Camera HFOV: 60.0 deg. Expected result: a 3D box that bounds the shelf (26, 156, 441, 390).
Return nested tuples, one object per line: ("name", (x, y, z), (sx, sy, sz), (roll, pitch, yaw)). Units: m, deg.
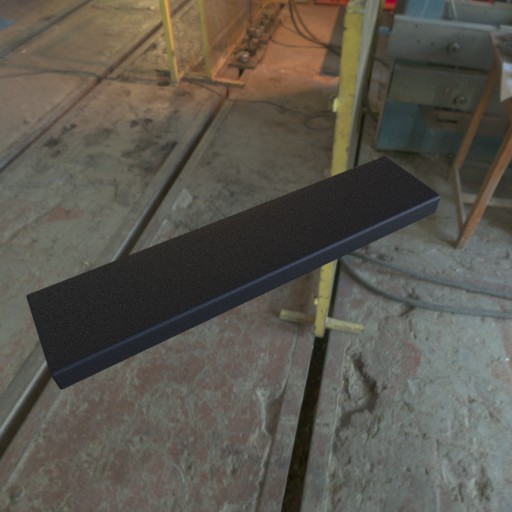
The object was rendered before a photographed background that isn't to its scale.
("shelf", (0.000, 0.000, 0.495), (0.456, 0.053, 0.102), (-24, 51, -21))
